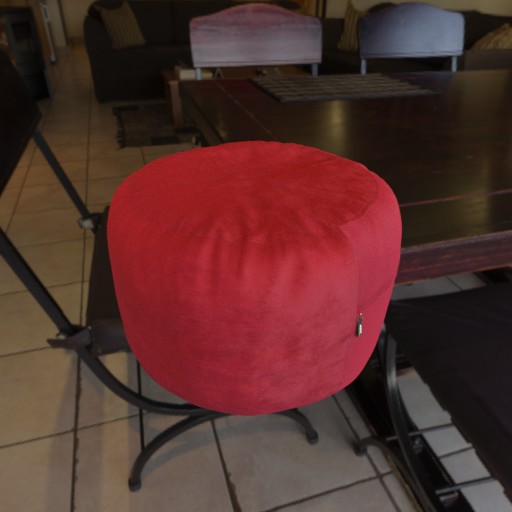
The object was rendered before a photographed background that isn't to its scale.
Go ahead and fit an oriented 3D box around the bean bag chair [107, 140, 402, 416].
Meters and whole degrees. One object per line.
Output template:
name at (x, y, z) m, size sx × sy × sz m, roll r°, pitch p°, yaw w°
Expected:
bean bag chair at (0.000, 0.000, 1.964) m, size 1.219 × 0.762 × 1.219 m, roll 0°, pitch 32°, yaw 0°
